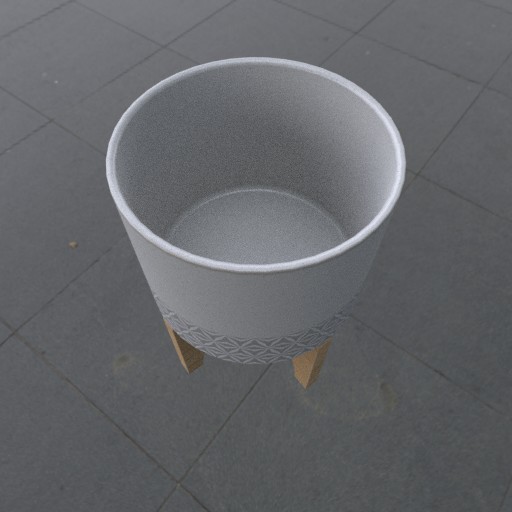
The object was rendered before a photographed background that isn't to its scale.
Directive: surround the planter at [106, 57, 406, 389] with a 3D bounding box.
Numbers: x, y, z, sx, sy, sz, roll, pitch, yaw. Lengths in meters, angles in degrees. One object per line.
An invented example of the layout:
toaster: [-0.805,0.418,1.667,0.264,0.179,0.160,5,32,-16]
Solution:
planter: [0.000,0.000,0.391,0.188,0.260,0.188,0,57,0]
